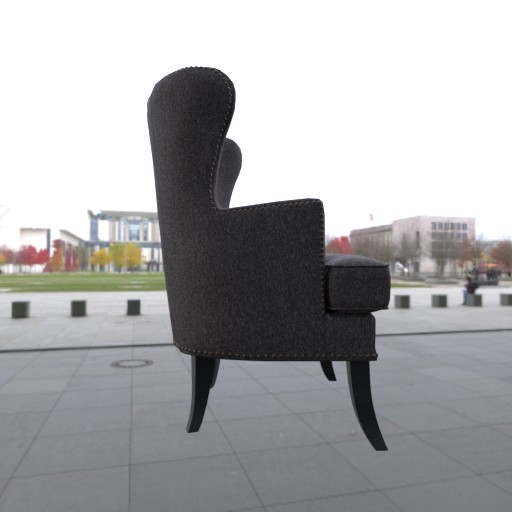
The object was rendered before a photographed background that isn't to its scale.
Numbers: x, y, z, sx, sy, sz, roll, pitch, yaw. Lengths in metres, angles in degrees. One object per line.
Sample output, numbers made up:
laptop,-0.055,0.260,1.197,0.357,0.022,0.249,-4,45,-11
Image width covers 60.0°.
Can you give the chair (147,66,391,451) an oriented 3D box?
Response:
chair,0.000,0.000,1.571,0.758,1.060,0.759,0,-2,0
